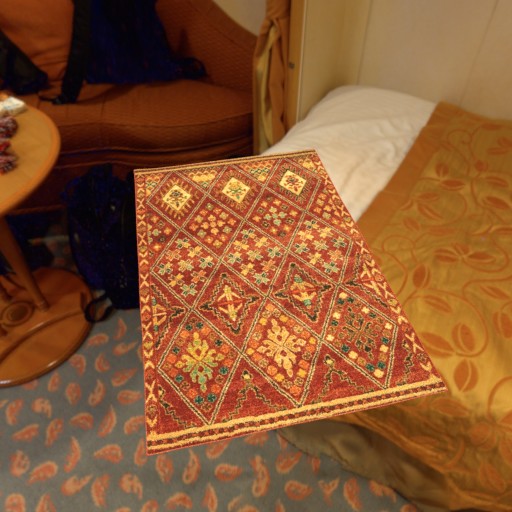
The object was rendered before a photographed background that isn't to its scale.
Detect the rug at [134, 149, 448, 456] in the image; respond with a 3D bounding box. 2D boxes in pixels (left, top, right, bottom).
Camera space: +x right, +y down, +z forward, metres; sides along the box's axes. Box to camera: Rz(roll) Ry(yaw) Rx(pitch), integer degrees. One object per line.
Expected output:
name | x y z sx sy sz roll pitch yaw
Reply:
rug | 0.000 0.000 2.919 1.521 0.026 2.286 -9 47 -8
